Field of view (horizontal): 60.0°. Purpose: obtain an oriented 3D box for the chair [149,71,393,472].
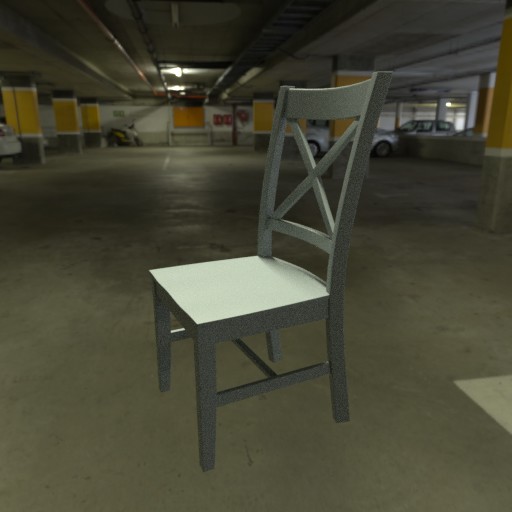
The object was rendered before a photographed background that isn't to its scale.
[{"bbox_3d":[0.000,0.000,1.303,0.542,0.983,0.485,-8,18,-26],"label":"chair"}]
